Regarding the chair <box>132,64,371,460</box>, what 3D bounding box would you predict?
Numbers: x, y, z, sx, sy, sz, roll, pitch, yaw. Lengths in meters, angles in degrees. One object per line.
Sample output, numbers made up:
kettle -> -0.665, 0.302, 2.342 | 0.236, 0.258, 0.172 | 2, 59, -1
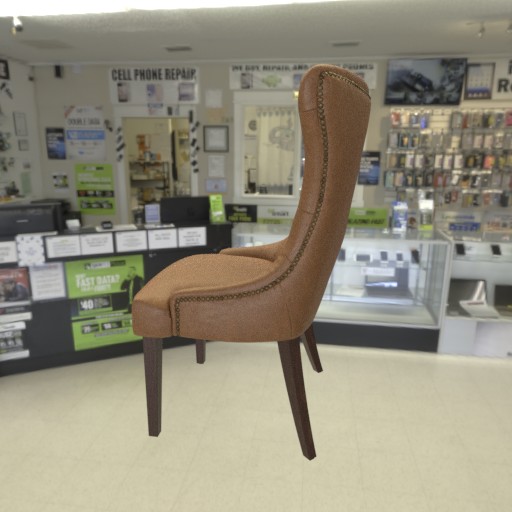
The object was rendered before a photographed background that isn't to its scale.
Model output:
chair -> 0.000, 0.000, 1.440 | 0.669, 1.065, 0.611 | 3, 14, 10
